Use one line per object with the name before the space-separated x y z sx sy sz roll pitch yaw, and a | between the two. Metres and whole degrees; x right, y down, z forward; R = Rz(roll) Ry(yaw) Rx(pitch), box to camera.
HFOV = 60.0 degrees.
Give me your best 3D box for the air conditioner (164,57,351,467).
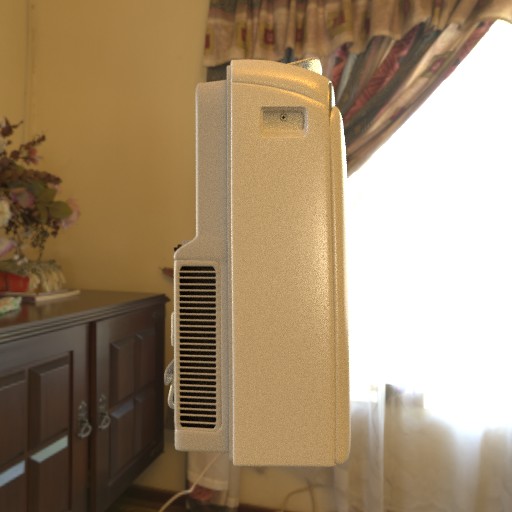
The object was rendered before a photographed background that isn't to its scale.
air conditioner | 0.000 0.000 1.028 0.414 0.786 0.449 0 1 1
